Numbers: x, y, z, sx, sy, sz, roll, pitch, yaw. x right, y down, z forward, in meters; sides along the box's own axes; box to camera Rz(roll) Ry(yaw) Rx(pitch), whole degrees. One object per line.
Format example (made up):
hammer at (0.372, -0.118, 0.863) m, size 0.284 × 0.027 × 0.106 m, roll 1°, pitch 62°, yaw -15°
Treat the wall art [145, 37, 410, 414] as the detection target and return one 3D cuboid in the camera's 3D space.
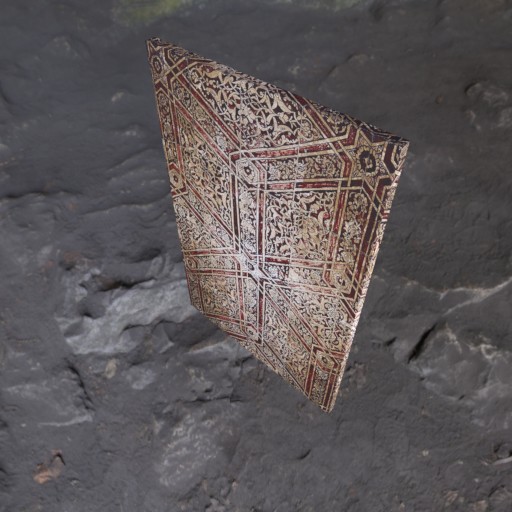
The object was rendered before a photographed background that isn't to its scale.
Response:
wall art at (0.000, 0.000, 0.743) m, size 0.397 × 0.599 × 0.020 m, roll 33°, pitch 55°, yaw 28°
